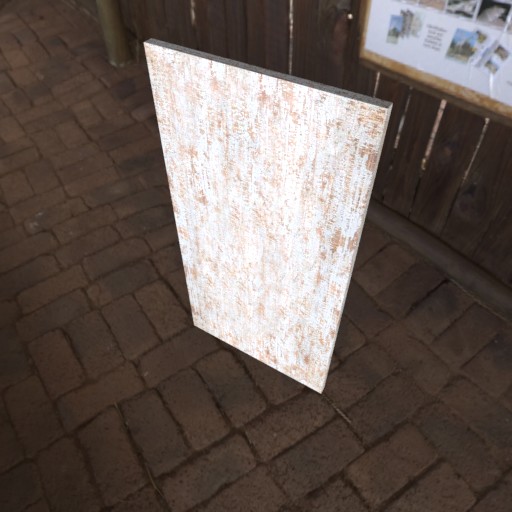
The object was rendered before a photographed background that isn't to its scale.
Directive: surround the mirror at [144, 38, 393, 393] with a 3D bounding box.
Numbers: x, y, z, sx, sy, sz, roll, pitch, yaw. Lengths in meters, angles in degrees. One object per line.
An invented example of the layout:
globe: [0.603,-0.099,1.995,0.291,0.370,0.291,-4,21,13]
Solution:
mirror: [0.000,0.000,1.082,0.472,0.922,0.027,24,51,21]
